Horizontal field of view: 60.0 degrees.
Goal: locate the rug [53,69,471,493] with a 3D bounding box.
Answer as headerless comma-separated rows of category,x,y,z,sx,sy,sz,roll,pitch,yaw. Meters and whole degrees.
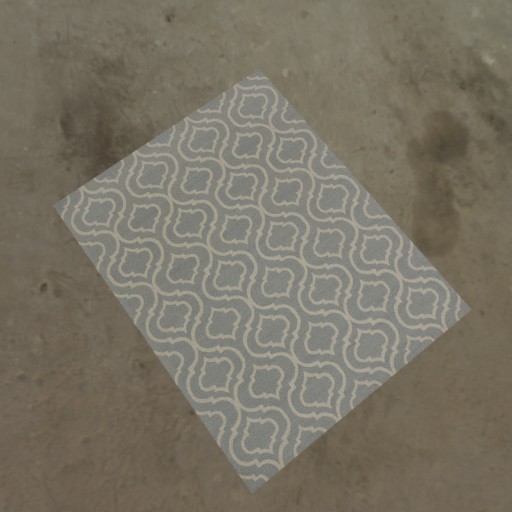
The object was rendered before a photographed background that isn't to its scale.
rug,0.000,0.000,3.784,2.283,0.006,2.892,-36,79,-9
